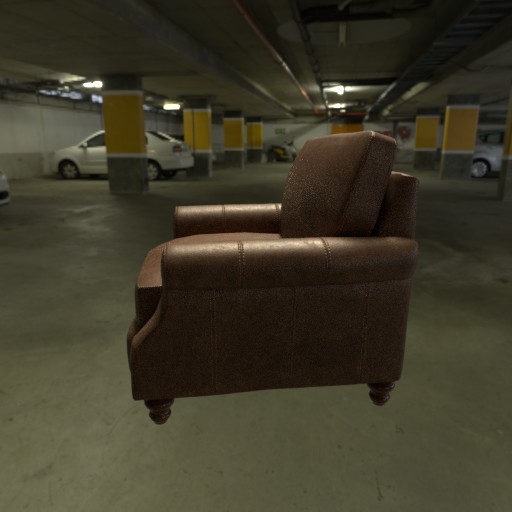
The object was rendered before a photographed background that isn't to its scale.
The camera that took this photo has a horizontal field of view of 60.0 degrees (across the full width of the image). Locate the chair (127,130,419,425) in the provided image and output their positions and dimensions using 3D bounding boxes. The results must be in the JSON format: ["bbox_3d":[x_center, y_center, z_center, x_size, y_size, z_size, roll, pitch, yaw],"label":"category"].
[{"bbox_3d":[0.000,0.000,1.817,1.002,0.976,0.996,-2,14,-7],"label":"chair"}]
